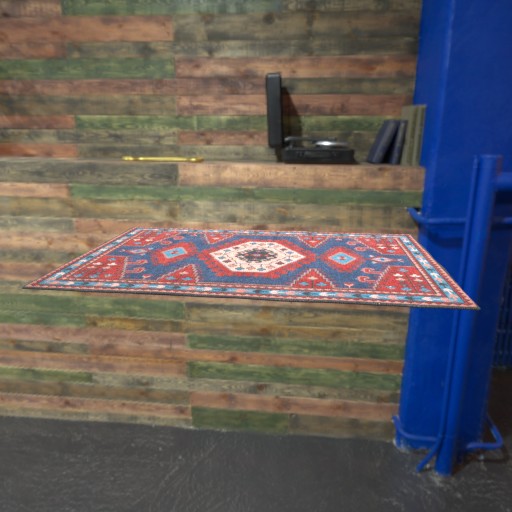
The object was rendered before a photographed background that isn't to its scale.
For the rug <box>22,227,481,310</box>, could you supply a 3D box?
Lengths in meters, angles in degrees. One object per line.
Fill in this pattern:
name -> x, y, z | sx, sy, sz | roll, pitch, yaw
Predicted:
rug -> 0.000, 0.000, 2.305 | 1.820, 0.012, 1.207 | 2, 16, 7
